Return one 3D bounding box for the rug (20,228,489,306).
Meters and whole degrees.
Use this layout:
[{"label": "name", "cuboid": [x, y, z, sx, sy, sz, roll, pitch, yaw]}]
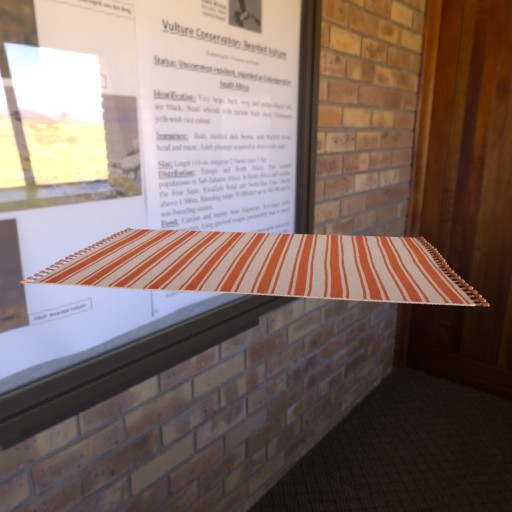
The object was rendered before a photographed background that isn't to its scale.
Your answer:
[{"label": "rug", "cuboid": [0.000, 0.000, 2.508, 2.092, 0.017, 1.232, 2, 16, 8]}]
